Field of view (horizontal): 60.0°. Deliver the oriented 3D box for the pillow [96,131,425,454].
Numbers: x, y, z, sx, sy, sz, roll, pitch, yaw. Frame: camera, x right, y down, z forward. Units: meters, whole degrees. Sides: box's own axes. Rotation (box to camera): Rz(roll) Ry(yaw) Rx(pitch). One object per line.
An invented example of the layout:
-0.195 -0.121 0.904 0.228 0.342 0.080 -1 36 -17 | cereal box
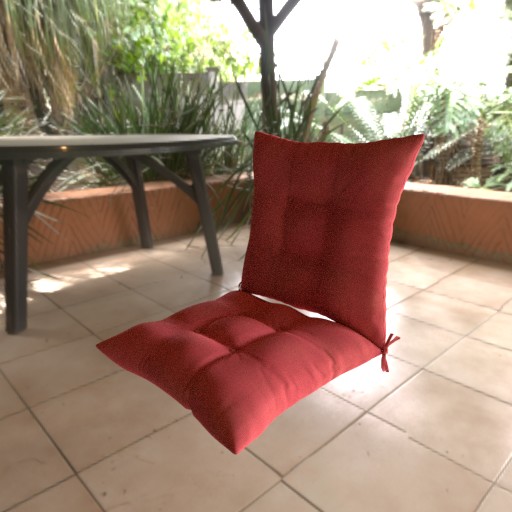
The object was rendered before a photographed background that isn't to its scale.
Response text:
0.000 0.000 1.008 0.585 0.536 0.541 -16 23 -42 | pillow
